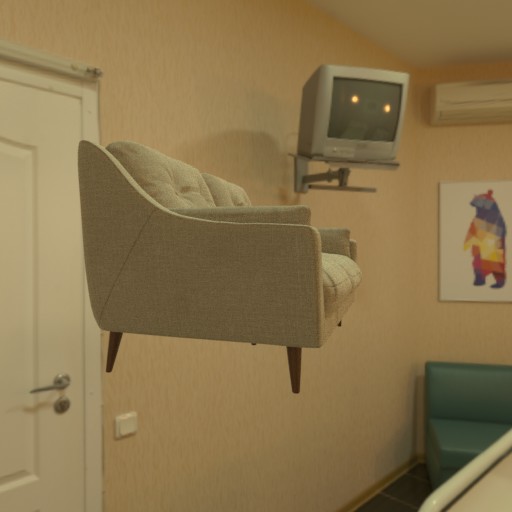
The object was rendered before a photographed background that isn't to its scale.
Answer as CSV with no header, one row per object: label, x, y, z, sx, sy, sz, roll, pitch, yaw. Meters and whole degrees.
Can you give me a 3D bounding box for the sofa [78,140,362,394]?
sofa,0.000,0.000,2.197,0.965,0.888,1.652,0,1,17
